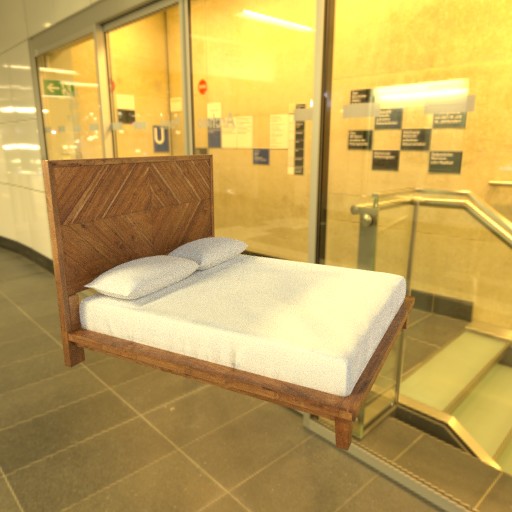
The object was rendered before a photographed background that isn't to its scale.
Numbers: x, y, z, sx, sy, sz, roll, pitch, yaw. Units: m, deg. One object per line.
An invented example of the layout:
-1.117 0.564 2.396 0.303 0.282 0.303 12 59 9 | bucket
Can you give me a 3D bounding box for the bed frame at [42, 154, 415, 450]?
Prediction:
0.000 0.000 3.579 2.235 1.537 2.038 7 16 27 | bed frame
